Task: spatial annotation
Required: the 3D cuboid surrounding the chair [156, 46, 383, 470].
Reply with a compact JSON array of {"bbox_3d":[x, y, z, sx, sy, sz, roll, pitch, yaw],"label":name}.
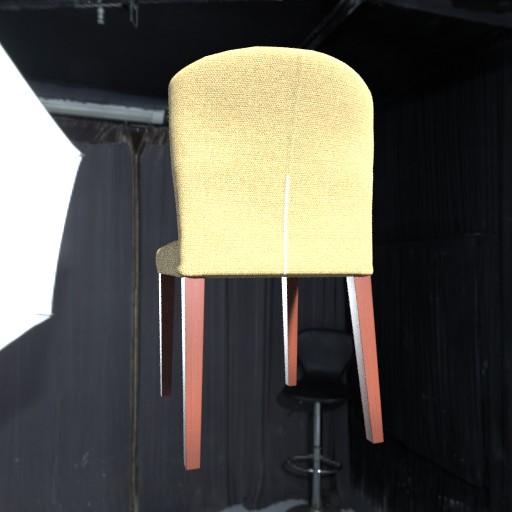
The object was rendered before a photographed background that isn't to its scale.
[{"bbox_3d":[0.000,0.000,1.163,0.491,0.839,0.589,0,-1,-18],"label":"chair"}]
